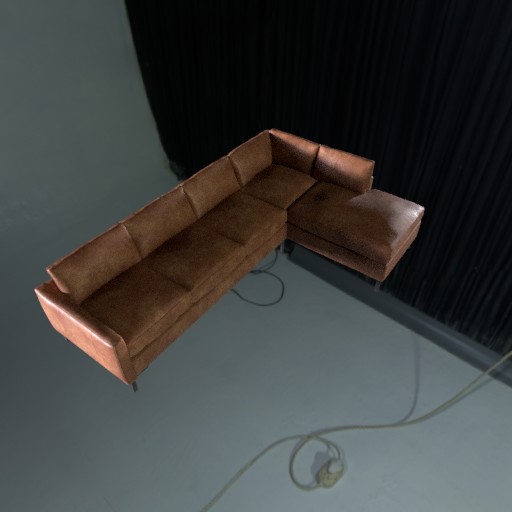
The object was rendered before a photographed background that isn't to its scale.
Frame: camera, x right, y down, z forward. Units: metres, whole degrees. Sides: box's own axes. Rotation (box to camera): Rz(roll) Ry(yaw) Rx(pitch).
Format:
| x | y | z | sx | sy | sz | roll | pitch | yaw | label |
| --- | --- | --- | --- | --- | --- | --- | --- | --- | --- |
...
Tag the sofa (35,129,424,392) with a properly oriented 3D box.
| x | y | z | sx | sy | sz | roll | pitch | yaw | label |
| --- | --- | --- | --- | --- | --- | --- | --- | --- | --- |
| 0.000 | 0.000 | 3.897 | 1.938 | 0.877 | 2.984 | 26 | 48 | 26 | sofa |
